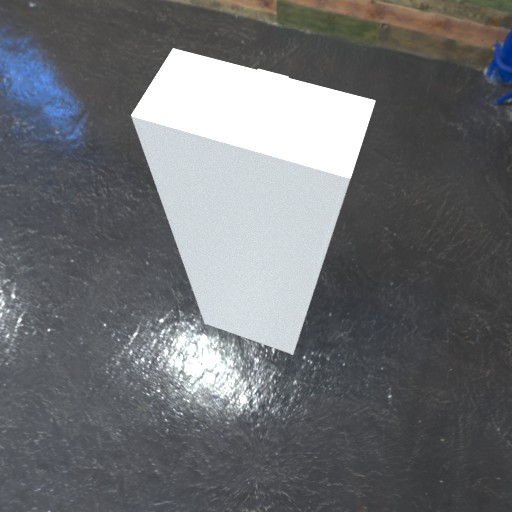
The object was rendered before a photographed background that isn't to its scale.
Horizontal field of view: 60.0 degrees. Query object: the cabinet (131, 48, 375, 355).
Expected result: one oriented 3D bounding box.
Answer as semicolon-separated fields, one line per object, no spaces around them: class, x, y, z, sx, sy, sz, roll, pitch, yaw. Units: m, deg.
cabinet;0.000;0.000;1.769;0.520;1.630;0.255;18;66;8
